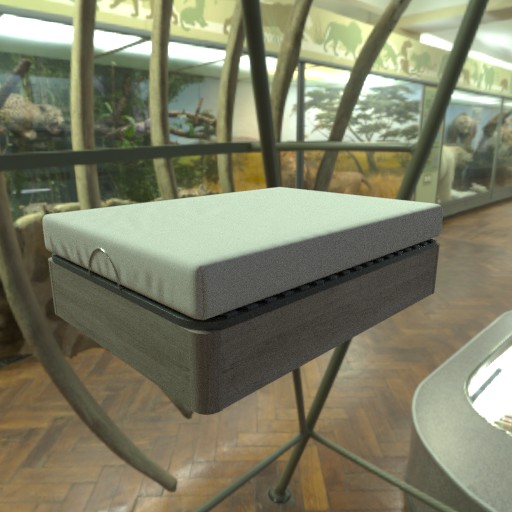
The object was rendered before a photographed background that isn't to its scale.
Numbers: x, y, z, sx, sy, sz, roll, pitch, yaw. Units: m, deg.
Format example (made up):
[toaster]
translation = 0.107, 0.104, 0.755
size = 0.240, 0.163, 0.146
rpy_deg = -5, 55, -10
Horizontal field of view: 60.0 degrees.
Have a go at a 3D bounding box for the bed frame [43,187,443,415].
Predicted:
[bed frame]
translation = 0.000, 0.000, 2.602
size = 1.900, 0.561, 1.400
rpy_deg = -15, 21, -43
